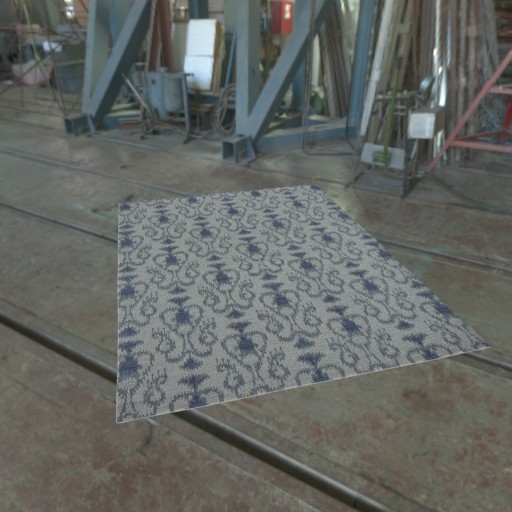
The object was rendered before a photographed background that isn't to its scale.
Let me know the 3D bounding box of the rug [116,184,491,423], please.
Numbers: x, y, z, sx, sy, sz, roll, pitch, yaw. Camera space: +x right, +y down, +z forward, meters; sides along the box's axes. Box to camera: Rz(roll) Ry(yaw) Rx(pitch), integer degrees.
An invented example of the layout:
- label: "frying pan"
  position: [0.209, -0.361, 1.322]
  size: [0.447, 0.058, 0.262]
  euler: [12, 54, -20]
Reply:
- label: "rug"
  position: [0.000, 0.000, 4.047]
  size: [2.437, 0.015, 3.205]
  euler: [-7, 31, -13]
